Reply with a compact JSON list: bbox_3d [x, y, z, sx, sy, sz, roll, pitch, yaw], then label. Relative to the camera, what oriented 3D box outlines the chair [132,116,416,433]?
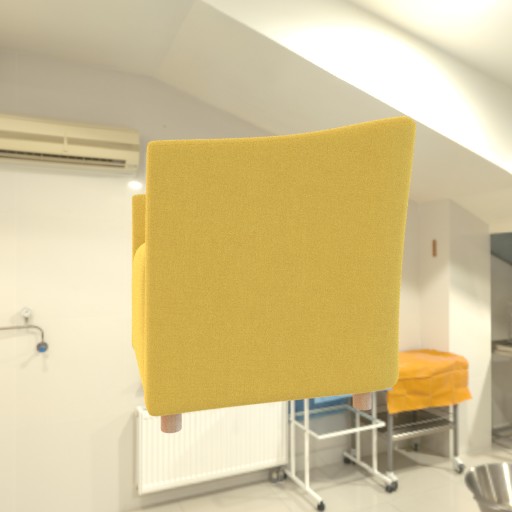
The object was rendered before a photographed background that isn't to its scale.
[{"bbox_3d":[0.000,0.000,1.320,0.700,0.720,0.790,0,-1,-18],"label":"chair"}]
